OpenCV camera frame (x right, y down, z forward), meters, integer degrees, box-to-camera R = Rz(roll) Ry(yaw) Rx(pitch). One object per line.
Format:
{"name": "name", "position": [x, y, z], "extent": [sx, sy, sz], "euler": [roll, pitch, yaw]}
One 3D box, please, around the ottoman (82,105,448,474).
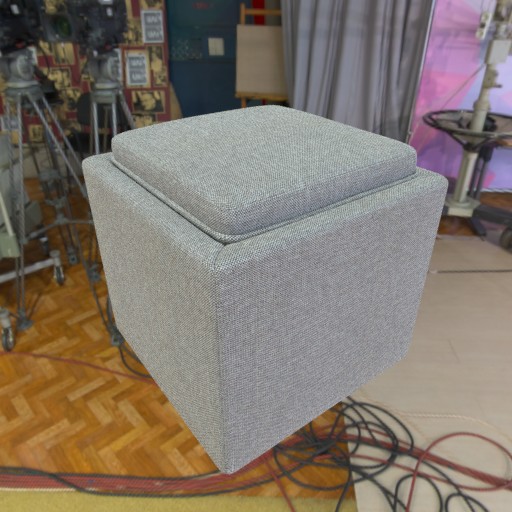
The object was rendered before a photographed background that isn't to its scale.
{"name": "ottoman", "position": [0.000, 0.000, 0.831], "extent": [0.450, 0.460, 0.450], "euler": [-21, 37, -31]}
